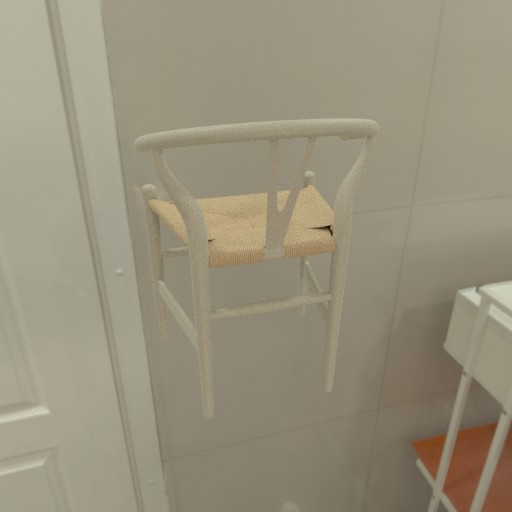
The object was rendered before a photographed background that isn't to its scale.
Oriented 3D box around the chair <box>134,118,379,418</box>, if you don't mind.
[{"bbox_3d":[0.000,0.000,1.124,0.533,0.736,0.500,-7,27,-15],"label":"chair"}]
